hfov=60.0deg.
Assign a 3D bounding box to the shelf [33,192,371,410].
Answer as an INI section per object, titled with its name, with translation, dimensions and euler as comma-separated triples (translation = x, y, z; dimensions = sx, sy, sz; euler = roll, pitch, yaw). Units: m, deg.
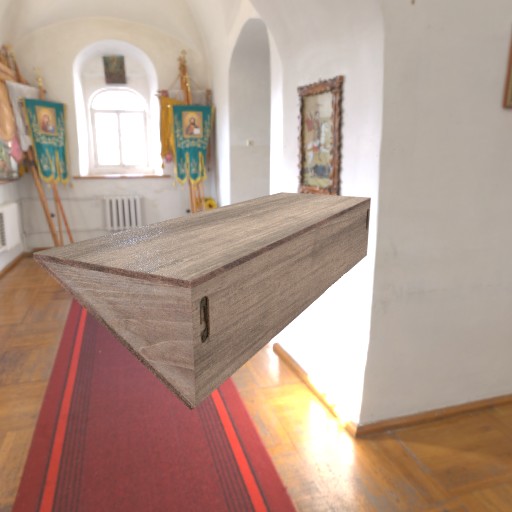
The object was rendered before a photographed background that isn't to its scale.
[shelf]
translation = 0.000, 0.000, 0.690
dimensions = 0.200, 0.125, 0.610
euler = 8, 17, 27
